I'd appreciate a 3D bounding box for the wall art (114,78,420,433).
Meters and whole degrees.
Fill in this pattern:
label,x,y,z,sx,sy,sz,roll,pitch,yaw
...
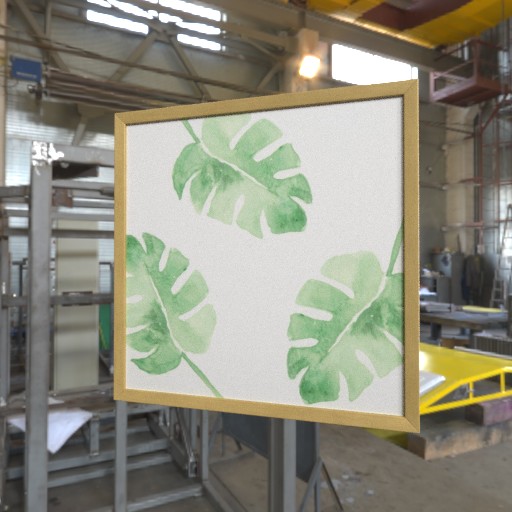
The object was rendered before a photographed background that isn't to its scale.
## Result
label,x,y,z,sx,sy,sz,roll,pitch,yaw
wall art,0.000,0.000,0.443,0.305,0.305,0.038,0,-1,17
